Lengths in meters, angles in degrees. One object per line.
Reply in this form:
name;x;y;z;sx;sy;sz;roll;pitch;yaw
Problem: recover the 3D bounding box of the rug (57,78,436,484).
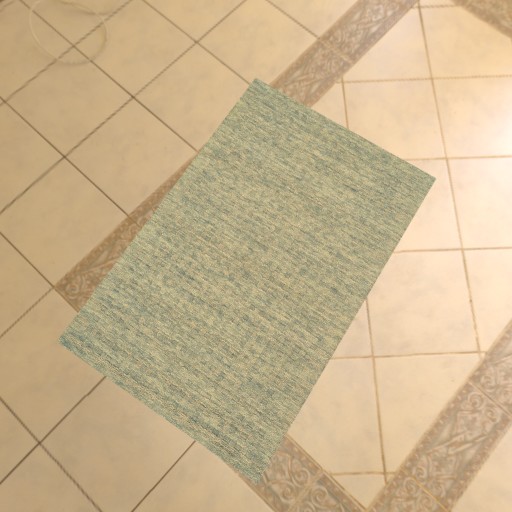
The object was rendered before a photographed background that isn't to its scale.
rug;0.000;0.000;2.237;1.142;0.006;1.752;32;77;8
